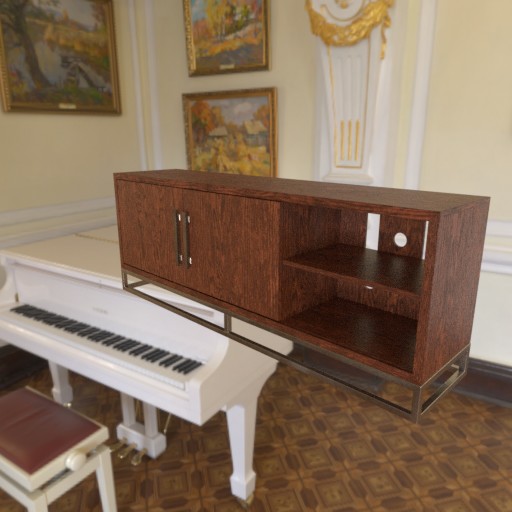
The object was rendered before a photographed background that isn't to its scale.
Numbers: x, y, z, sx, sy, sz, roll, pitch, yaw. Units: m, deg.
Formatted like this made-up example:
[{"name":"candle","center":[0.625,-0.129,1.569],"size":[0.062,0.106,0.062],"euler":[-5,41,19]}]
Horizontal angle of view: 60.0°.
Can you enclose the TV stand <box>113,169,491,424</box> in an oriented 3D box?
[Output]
[{"name":"TV stand","center":[0.000,0.000,1.751],"size":[1.541,0.578,0.382],"euler":[15,21,42]}]
